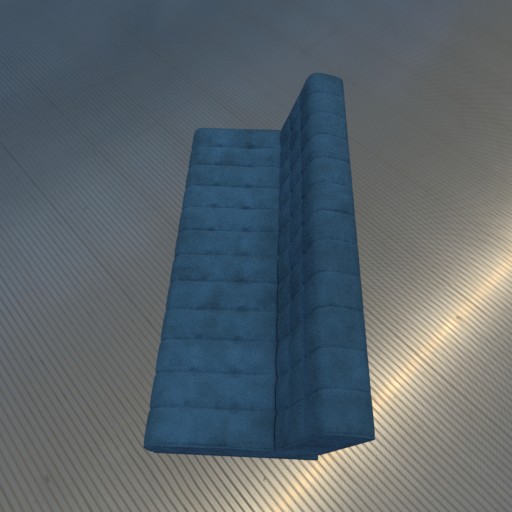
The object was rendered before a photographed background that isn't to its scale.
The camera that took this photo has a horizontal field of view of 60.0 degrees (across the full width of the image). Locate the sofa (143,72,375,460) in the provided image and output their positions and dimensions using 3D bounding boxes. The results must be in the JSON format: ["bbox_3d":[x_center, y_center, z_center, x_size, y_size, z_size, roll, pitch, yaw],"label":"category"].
[{"bbox_3d":[0.000,0.000,2.222,0.855,0.813,1.804,2,59,1],"label":"sofa"}]
